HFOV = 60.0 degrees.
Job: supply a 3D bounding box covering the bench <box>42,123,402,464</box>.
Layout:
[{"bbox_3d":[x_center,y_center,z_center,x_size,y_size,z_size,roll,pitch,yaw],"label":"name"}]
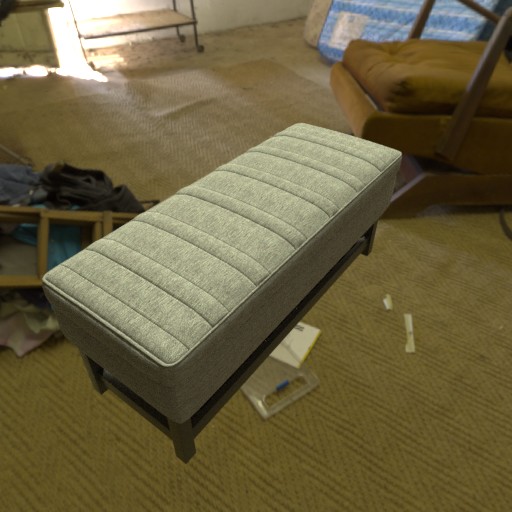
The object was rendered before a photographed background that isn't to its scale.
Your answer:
[{"bbox_3d":[0.000,0.000,1.346,0.429,0.470,1.100,26,46,28],"label":"bench"}]
